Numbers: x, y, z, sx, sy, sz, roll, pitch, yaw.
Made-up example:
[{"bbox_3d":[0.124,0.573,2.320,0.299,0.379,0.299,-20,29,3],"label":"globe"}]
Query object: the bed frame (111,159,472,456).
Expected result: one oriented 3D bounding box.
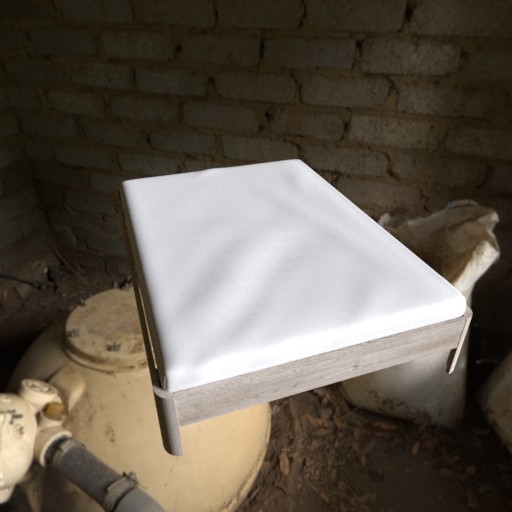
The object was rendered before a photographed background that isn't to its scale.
[{"bbox_3d":[0.000,0.000,2.627,1.490,0.462,1.950,-11,34,-16],"label":"bed frame"}]
